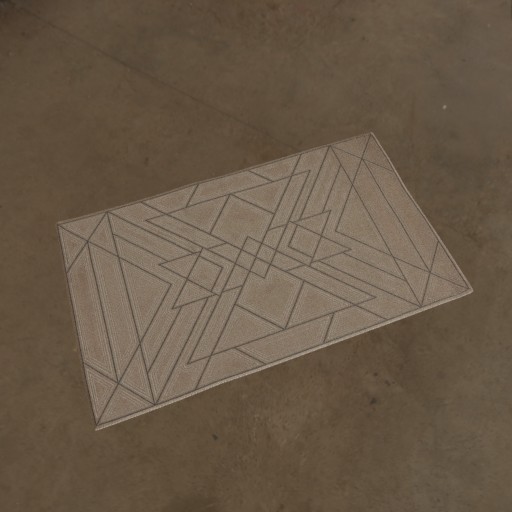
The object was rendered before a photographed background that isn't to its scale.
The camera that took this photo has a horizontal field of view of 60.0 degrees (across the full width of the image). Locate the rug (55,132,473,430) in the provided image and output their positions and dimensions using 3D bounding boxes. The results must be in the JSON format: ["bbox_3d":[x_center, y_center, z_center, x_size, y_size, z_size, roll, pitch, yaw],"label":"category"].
[{"bbox_3d":[0.000,0.000,1.048,0.869,0.008,0.511,-18,64,-9],"label":"rug"}]
